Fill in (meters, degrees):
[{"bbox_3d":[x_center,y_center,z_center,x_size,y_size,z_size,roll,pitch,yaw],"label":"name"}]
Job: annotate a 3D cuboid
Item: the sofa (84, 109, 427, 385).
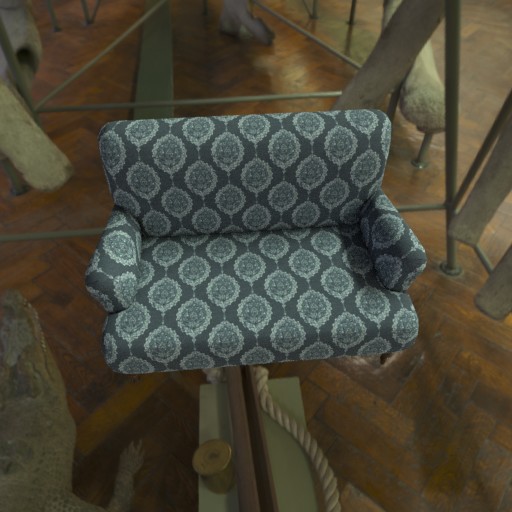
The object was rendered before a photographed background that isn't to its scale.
[{"bbox_3d":[0.000,0.000,1.842,1.297,0.867,0.779,-4,47,-4],"label":"sofa"}]
